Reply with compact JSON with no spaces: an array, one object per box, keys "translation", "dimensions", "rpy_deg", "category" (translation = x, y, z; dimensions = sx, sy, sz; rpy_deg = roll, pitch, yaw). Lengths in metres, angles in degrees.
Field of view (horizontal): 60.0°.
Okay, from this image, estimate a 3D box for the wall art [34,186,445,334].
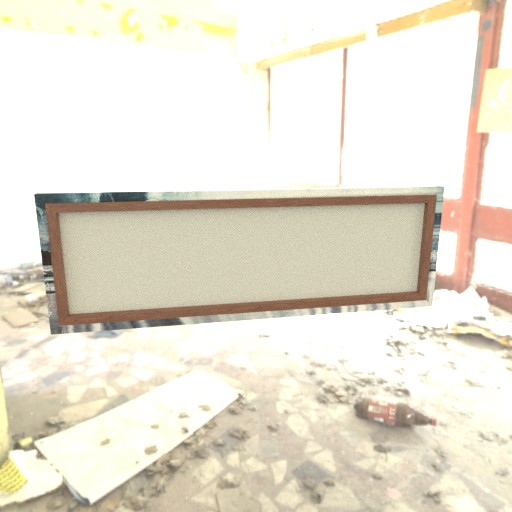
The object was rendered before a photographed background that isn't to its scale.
[{"translation":[0.000,0.000,1.705],"dimensions":[1.524,0.509,0.037],"rpy_deg":[-3,14,-11],"category":"wall art"}]
